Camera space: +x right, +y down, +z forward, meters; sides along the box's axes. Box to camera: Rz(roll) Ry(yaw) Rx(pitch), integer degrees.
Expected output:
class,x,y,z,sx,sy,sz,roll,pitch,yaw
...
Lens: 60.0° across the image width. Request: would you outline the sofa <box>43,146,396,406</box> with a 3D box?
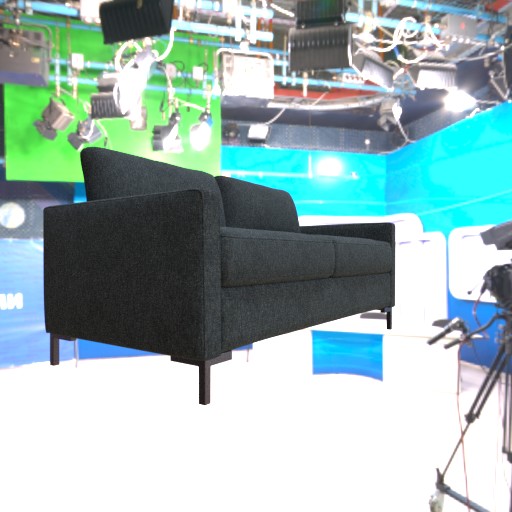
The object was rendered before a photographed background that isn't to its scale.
class,x,y,z,sx,sy,sz,roll,pitch,yaw
sofa,0.000,0.000,2.171,0.866,0.862,1.716,0,0,35
